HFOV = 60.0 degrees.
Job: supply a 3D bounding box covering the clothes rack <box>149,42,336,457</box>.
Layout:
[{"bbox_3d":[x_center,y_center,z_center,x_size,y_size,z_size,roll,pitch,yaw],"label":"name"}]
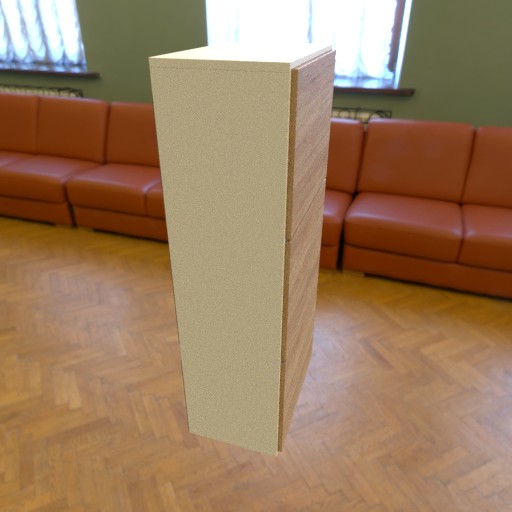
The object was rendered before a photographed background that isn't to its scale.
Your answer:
[{"bbox_3d":[0.000,0.000,1.403,0.331,1.187,0.500,9,31,16],"label":"clothes rack"}]
